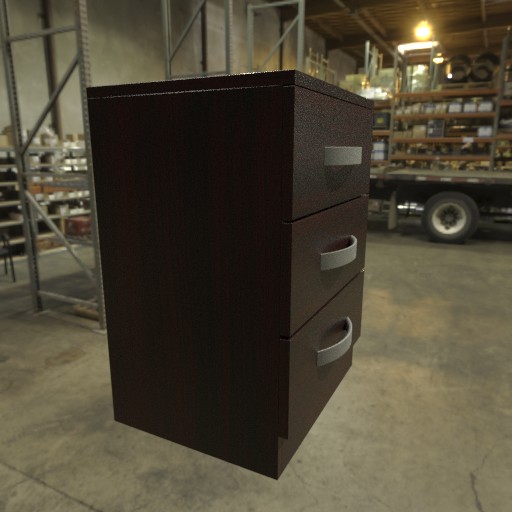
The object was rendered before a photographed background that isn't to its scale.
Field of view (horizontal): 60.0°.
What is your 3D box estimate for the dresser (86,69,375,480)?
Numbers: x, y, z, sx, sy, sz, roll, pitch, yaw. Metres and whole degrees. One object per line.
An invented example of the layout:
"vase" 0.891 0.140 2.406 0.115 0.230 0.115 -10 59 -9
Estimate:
"dresser" 0.000 0.000 0.814 0.360 0.560 0.400 7 15 26
